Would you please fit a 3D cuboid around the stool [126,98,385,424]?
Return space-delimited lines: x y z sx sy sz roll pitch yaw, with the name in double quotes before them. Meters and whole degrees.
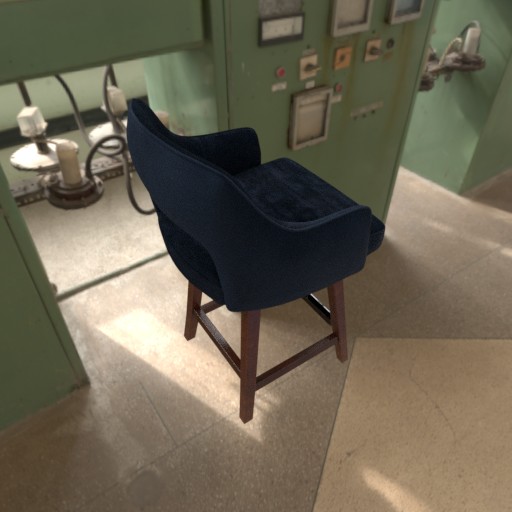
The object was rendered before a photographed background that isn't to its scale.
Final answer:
"stool" 0.000 0.000 1.307 0.560 0.940 0.550 -24 47 -25
